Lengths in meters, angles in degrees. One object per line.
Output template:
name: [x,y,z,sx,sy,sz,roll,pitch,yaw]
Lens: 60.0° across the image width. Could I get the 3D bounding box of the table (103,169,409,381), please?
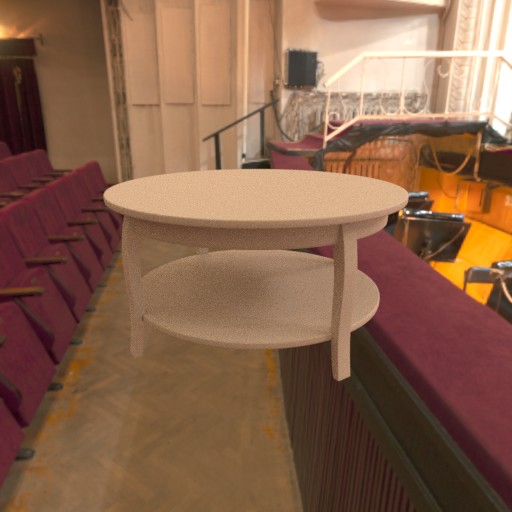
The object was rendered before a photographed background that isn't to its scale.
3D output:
table: [0.000,0.000,1.461,0.910,0.457,0.910,0,18,0]
